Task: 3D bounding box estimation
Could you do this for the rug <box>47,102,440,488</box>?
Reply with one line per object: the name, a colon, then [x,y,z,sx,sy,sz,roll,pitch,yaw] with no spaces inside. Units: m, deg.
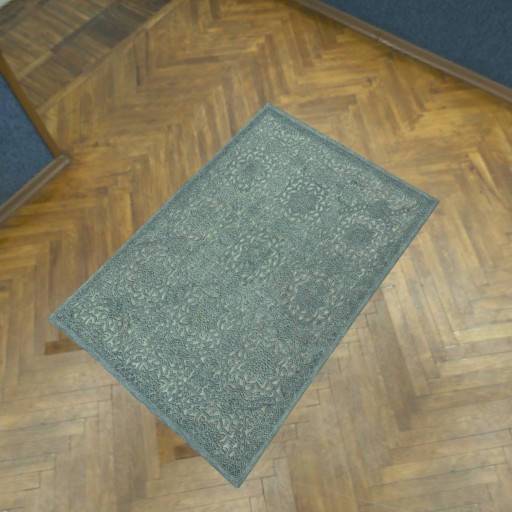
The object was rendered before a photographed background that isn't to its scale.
rug: [0.000,0.000,2.352,1.224,0.016,1.830,35,69,16]
